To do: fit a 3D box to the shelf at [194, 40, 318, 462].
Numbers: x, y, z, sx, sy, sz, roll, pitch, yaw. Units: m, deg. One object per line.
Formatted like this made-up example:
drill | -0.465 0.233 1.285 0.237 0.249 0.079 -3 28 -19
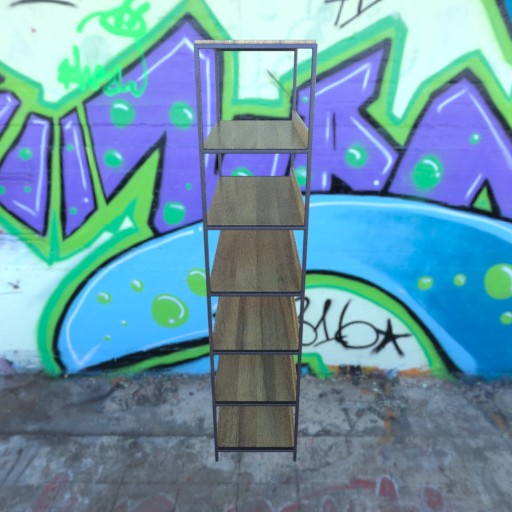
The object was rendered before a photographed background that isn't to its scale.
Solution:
shelf | 0.000 0.000 2.326 0.431 2.015 0.847 0 24 0
